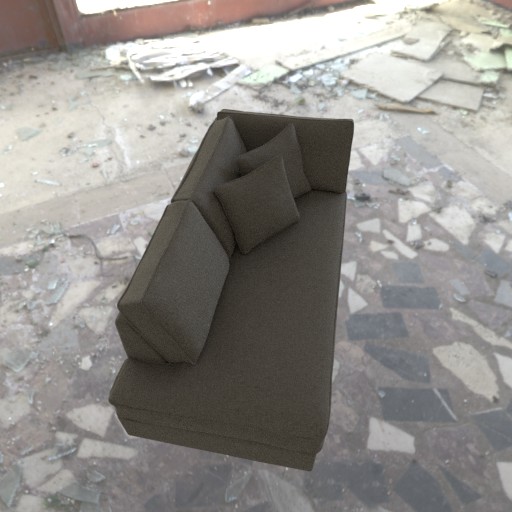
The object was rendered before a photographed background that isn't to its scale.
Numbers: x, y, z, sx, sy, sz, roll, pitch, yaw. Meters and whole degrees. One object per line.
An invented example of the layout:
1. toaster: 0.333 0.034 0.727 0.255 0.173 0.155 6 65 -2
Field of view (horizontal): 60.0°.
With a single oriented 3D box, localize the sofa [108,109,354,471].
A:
1. sofa: 0.000 0.000 2.853 1.110 1.033 2.237 8 48 8
